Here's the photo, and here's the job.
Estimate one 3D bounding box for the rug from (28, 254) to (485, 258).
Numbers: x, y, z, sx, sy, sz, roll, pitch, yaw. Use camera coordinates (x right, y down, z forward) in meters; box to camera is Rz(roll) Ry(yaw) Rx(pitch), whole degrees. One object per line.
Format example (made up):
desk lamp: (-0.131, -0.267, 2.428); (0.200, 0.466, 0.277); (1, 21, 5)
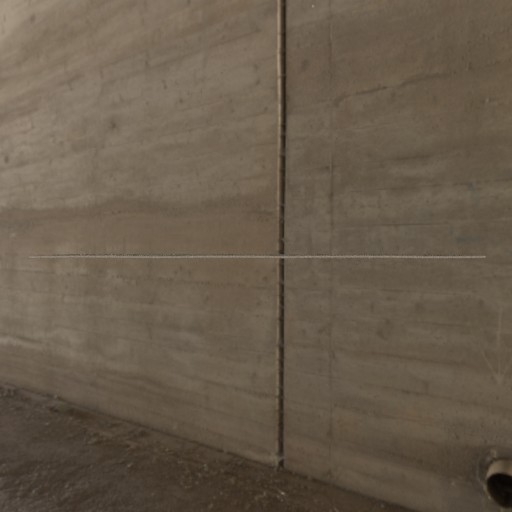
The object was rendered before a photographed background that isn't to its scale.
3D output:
rug: (0.000, 0.000, 2.420); (2.182, 0.015, 0.645); (0, 1, 0)
